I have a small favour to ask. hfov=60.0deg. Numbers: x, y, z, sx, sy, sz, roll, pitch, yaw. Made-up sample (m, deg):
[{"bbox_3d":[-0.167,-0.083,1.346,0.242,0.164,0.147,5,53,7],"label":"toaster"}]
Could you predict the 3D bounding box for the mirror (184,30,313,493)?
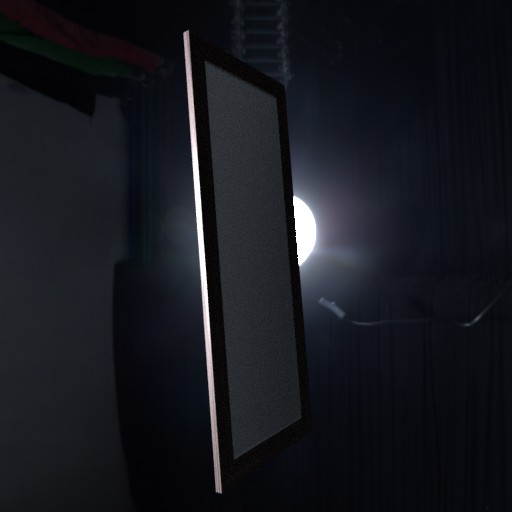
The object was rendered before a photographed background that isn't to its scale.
[{"bbox_3d":[0.000,0.000,2.271,0.221,2.020,0.812,0,1,35],"label":"mirror"}]
